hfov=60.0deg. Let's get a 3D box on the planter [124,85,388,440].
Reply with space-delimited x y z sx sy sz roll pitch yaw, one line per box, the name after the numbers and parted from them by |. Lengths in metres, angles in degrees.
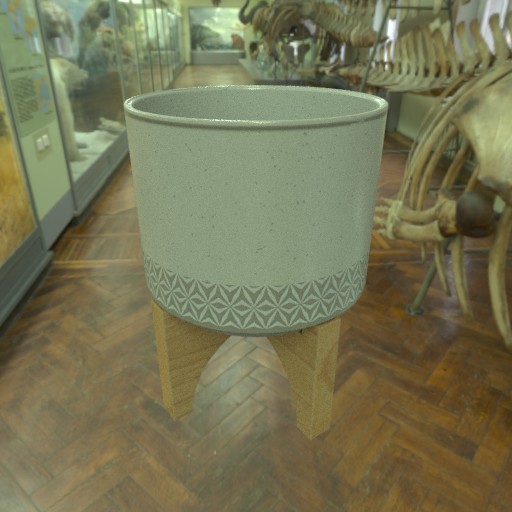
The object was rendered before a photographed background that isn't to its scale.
0.000 0.000 0.264 0.130 0.178 0.130 0 27 0 | planter
